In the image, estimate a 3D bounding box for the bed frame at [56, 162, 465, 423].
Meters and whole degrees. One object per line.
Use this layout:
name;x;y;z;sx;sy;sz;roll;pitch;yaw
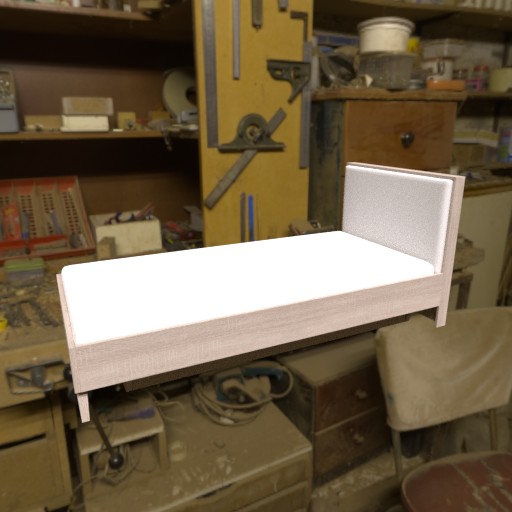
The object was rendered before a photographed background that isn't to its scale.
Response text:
bed frame;0.000;0.000;2.607;2.140;0.920;0.990;-8;19;-25
